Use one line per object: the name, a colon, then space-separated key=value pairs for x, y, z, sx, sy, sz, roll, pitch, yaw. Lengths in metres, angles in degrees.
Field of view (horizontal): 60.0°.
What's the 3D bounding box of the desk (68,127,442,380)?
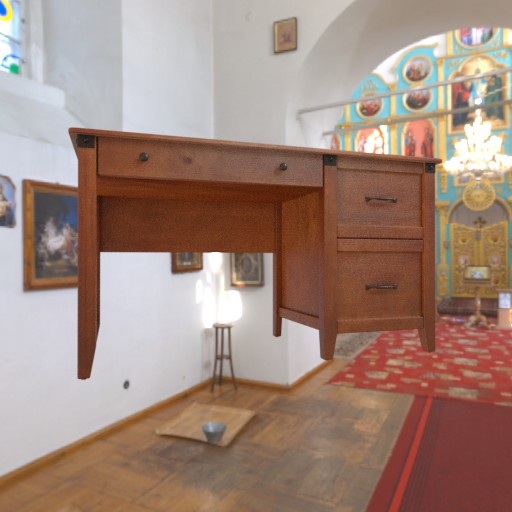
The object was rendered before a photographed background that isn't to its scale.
desk: x=0.000 y=0.000 z=1.785 sx=1.353 sy=0.756 sz=0.574 roll=0 pitch=0 yaw=-18
